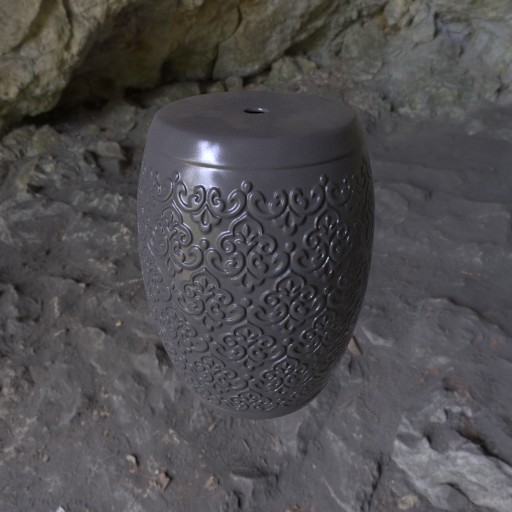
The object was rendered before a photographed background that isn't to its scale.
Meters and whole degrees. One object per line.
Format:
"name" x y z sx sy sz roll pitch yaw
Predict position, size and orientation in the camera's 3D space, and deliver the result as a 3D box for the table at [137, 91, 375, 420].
"table" 0.000 0.000 0.614 0.309 0.397 0.309 0 31 0
